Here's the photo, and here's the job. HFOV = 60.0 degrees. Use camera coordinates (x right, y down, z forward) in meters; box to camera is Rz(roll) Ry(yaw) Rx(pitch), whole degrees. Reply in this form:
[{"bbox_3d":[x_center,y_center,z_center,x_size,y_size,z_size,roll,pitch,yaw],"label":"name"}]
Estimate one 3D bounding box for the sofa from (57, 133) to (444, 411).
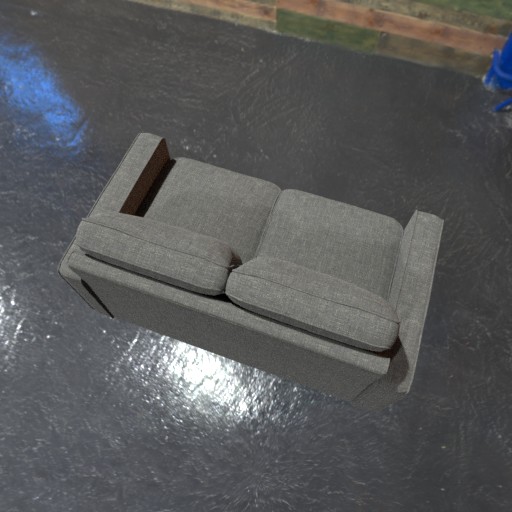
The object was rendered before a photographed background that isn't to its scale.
[{"bbox_3d":[0.000,0.000,2.287,1.709,0.918,0.947,18,65,9],"label":"sofa"}]
